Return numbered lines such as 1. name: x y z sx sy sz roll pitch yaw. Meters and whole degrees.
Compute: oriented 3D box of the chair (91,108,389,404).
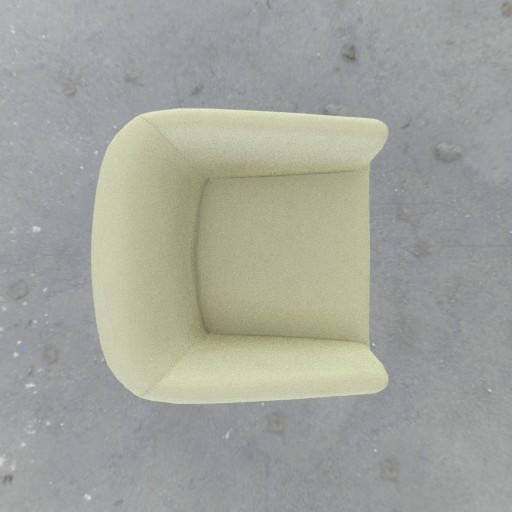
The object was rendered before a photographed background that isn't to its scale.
1. chair: 0.000 0.000 1.280 0.657 0.822 0.643 0 90 0
